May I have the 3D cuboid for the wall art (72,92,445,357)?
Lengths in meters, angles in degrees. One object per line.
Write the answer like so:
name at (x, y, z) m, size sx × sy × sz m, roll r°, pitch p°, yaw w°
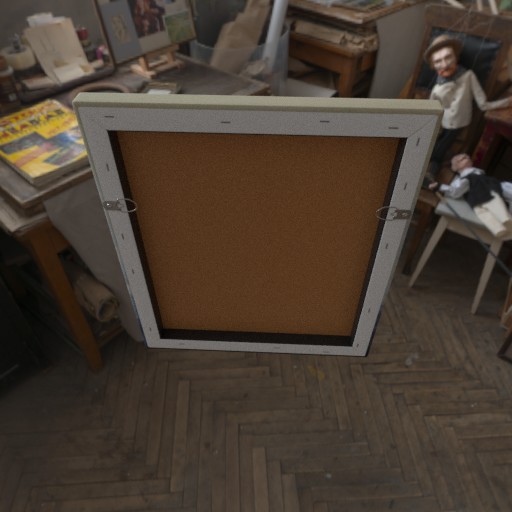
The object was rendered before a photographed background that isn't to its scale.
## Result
wall art at (0.000, 0.000, 0.976) m, size 0.608 × 0.710 × 0.041 m, roll 2°, pitch 44°, yaw 2°
